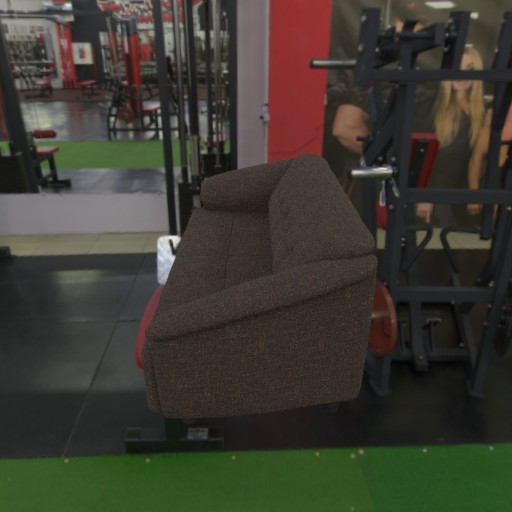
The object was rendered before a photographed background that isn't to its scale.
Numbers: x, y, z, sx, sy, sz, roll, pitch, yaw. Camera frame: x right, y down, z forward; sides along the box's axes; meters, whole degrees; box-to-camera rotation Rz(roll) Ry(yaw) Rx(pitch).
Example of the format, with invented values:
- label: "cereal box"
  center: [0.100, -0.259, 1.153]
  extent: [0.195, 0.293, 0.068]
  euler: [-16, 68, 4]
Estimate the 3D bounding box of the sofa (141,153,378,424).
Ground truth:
- label: "sofa"
  center: [0.000, 0.000, 2.348]
  extent: [0.887, 0.790, 1.849]
  euler: [0, 25, 0]
